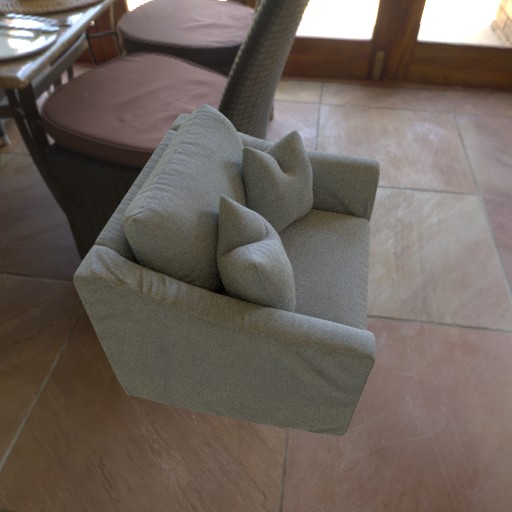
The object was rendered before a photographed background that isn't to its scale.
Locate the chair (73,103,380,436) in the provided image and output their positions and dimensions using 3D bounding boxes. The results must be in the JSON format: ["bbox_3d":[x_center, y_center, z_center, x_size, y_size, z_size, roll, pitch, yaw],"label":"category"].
[{"bbox_3d":[0.000,0.000,2.081,1.071,1.059,1.194,8,46,8],"label":"chair"}]
